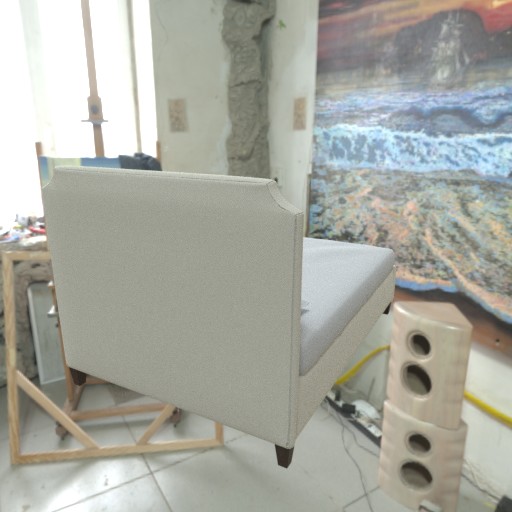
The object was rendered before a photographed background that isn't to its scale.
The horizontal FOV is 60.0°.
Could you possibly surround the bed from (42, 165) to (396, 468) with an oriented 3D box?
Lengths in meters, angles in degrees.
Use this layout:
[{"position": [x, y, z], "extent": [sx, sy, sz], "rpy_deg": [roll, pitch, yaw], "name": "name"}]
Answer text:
[{"position": [0.000, 0.000, 3.426], "extent": [1.712, 1.497, 2.372], "rpy_deg": [9, 19, 28], "name": "bed"}]
